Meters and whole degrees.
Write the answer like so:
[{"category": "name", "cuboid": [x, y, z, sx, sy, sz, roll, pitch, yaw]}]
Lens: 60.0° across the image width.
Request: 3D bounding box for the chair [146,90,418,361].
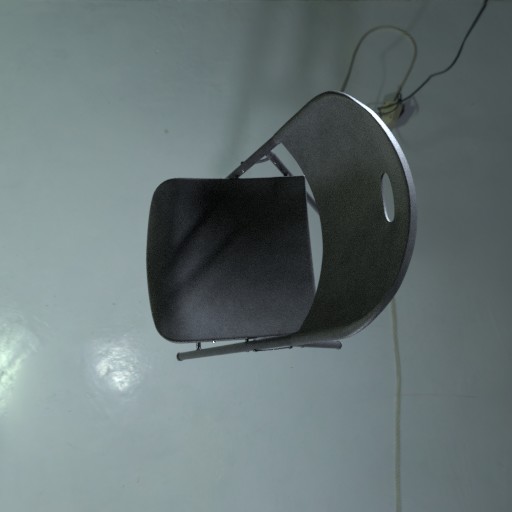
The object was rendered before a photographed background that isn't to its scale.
[{"category": "chair", "cuboid": [0.000, 0.000, 1.163, 0.566, 0.810, 0.494, -4, 76, -1]}]
